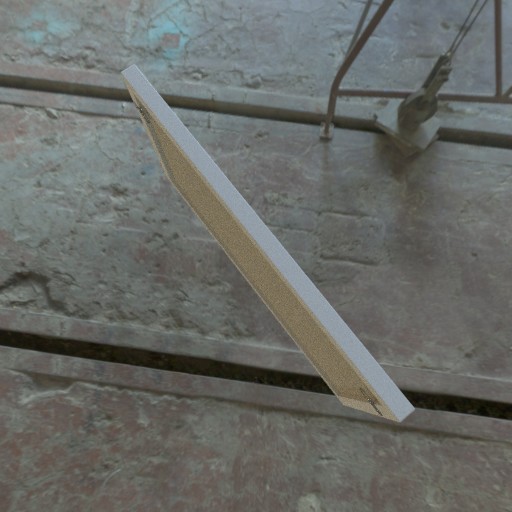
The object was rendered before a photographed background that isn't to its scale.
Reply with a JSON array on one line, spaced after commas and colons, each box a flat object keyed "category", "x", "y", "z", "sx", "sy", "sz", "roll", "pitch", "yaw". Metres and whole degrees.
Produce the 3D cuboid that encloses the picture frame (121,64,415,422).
[{"category": "picture frame", "x": 0.000, "y": 0.000, "z": 0.808, "sx": 0.044, "sy": 0.379, "sz": 0.647, "roll": -36, "pitch": 78, "yaw": -9}]
